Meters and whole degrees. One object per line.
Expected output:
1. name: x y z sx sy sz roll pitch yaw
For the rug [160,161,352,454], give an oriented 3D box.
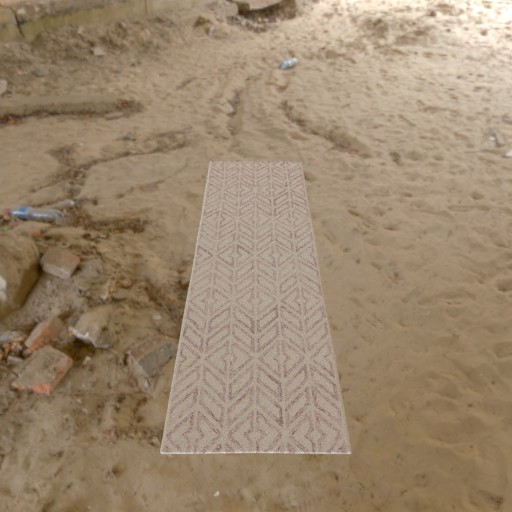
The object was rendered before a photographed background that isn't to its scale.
1. rug: 0.000 0.000 2.673 0.750 0.009 2.435 0 39 0
